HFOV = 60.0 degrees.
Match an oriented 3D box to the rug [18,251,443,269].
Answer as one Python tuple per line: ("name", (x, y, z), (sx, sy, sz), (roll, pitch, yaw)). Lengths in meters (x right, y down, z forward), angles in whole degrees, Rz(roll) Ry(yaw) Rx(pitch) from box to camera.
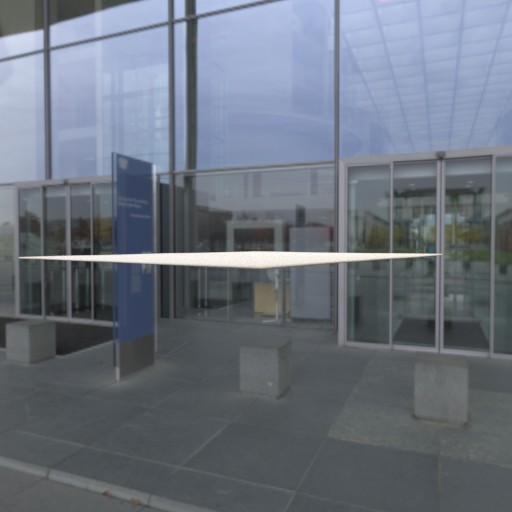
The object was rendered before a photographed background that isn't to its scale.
("rug", (0.000, 0.000, 3.986), (2.410, 0.021, 3.055), (1, 2, 37))
